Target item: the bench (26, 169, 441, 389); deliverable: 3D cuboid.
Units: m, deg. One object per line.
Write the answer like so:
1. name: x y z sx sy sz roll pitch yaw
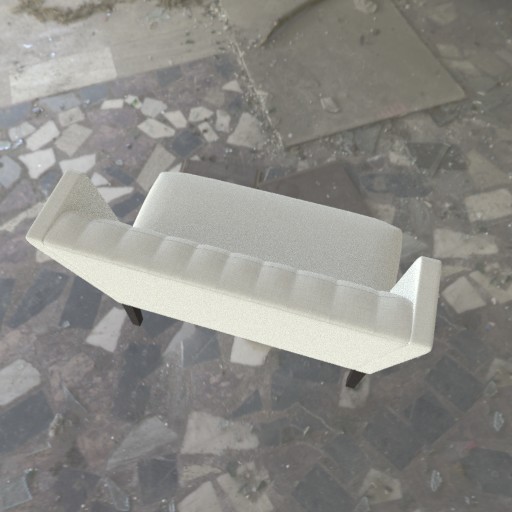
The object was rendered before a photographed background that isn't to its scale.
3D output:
1. bench: 0.000 0.000 1.968 1.280 1.123 0.847 15 63 8
